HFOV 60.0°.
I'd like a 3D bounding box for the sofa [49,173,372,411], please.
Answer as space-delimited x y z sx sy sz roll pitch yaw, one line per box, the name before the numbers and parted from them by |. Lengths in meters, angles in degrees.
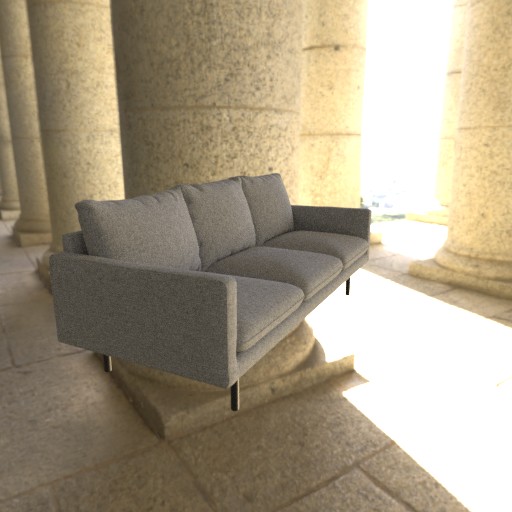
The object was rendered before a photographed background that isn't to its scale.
sofa | 0.000 0.000 2.474 0.850 0.830 2.000 7 15 26
